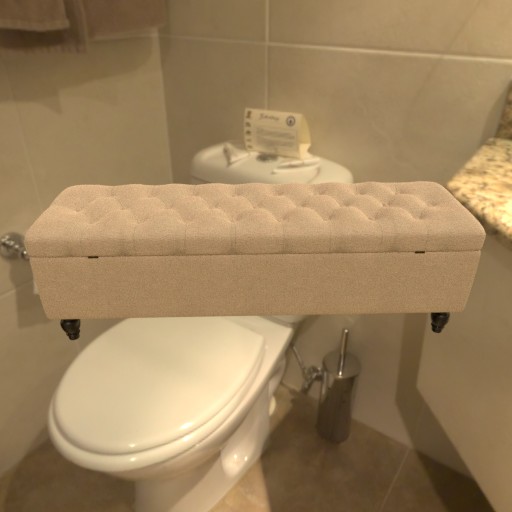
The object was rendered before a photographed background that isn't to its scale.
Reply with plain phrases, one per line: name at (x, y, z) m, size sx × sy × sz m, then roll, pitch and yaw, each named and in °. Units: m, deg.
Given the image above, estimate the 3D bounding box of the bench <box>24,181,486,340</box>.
bench at (0.000, 0.000, 1.687) m, size 1.480 × 0.467 × 0.455 m, roll -1°, pitch 31°, yaw -1°
